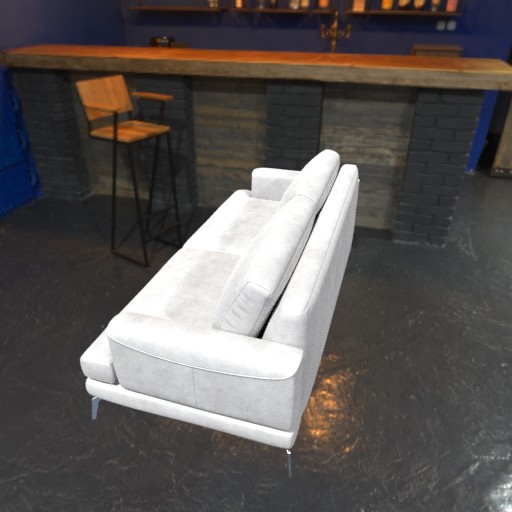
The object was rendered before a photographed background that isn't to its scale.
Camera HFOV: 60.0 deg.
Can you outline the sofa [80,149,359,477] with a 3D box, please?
[{"bbox_3d":[0.000,0.000,2.545,0.980,0.830,2.013,9,32,15],"label":"sofa"}]
